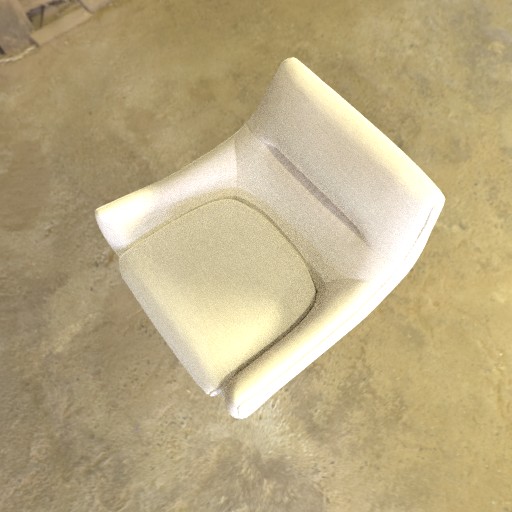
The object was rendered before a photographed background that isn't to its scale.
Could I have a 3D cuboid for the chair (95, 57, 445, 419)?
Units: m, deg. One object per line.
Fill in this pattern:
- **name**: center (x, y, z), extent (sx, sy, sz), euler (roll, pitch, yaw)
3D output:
- **chair**: center (0.000, 0.000, 1.470), extent (0.787, 0.838, 0.762), euler (-35, 70, -15)
